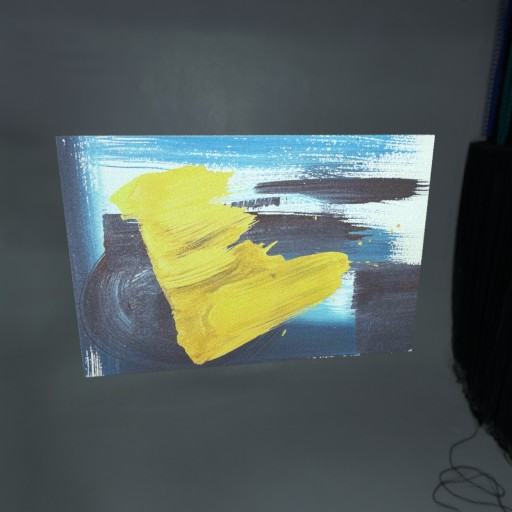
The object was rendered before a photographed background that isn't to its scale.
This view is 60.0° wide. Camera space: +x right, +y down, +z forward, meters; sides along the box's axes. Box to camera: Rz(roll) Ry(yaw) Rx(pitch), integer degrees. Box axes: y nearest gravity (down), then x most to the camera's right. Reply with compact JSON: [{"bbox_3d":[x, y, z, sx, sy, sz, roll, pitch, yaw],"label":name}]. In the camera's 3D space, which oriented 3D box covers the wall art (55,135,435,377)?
[{"bbox_3d":[0.000,0.000,1.161,0.914,0.610,0.039,-3,16,-9],"label":"wall art"}]
